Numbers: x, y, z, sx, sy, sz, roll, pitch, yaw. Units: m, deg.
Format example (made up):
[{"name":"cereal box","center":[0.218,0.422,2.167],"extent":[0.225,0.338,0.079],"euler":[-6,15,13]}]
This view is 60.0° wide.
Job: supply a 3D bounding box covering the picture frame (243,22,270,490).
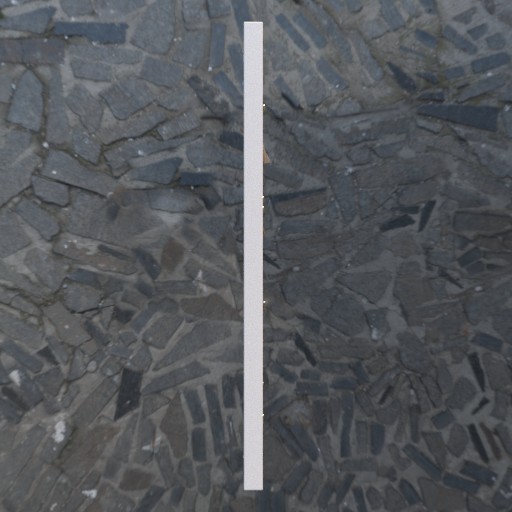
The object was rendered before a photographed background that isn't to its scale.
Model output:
[{"name":"picture frame","center":[0.000,0.000,0.800],"extent":[0.044,0.379,0.647],"euler":[0,90,-1]}]
